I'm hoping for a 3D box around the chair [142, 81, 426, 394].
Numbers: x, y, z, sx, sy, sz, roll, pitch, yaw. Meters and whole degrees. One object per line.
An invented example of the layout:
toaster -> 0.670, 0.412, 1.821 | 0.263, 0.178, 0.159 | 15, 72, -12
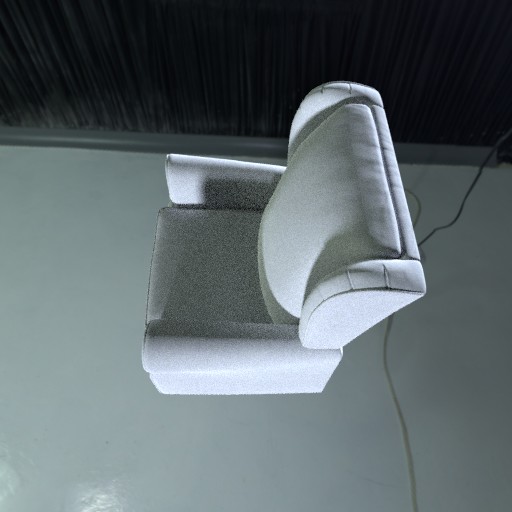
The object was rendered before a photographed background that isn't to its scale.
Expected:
chair -> 0.000, 0.000, 1.680 | 0.854, 0.967, 0.906 | -1, 58, 0
